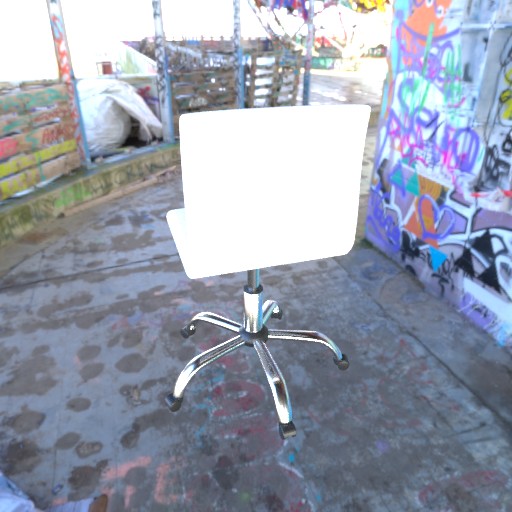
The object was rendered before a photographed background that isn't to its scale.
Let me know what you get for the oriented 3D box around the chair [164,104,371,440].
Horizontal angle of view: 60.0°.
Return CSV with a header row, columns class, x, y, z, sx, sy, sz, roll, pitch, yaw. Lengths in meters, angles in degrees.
class,x,y,z,sx,sy,sz,roll,pitch,yaw
chair,0.000,0.000,1.148,0.556,0.780,0.530,-9,28,-16
